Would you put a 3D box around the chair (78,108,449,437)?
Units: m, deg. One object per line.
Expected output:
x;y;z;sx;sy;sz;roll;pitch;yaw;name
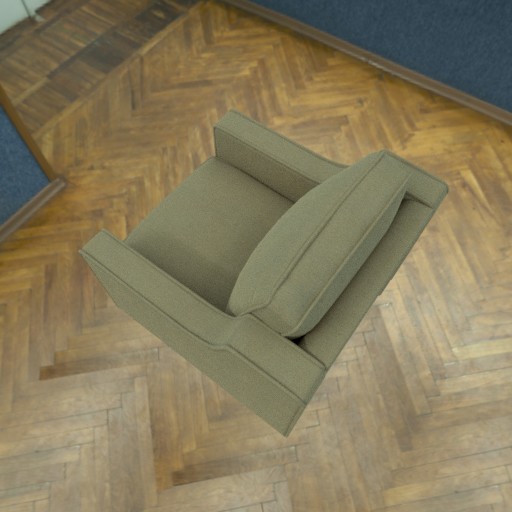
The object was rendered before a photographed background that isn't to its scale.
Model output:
0.000;0.000;1.651;0.909;0.960;0.831;33;66;17;chair
